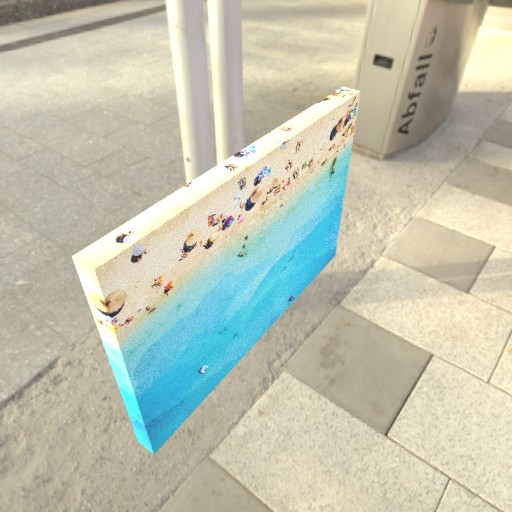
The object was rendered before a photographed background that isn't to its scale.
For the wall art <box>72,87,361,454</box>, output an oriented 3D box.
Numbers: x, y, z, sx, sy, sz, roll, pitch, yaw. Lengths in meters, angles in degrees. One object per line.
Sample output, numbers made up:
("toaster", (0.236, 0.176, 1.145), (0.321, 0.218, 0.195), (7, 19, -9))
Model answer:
("wall art", (0.000, 0.000, 1.142), (0.057, 0.595, 0.894), (26, 47, 27))
